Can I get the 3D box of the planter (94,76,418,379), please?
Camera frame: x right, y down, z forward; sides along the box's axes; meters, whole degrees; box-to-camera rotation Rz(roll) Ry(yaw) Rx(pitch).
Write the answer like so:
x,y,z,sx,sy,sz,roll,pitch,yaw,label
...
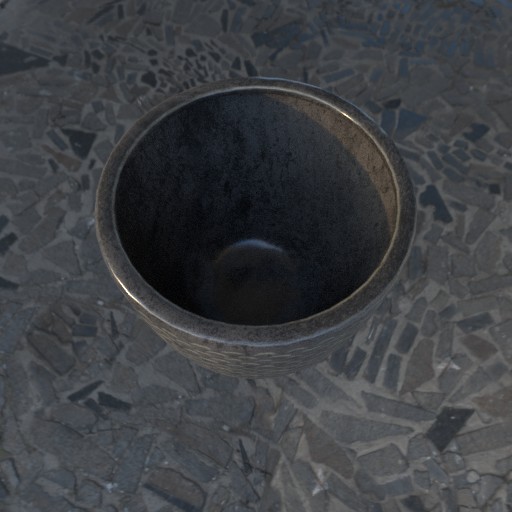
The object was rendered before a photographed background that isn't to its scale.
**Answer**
x,y,z,sx,sy,sz,roll,pitch,yaw,label
0.000,0.000,0.306,0.172,0.160,0.172,0,64,0,planter
